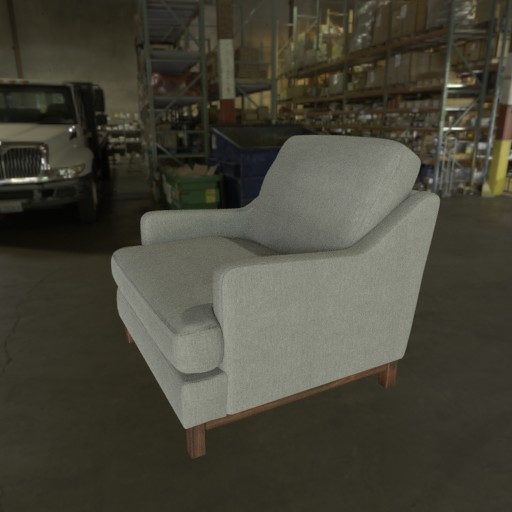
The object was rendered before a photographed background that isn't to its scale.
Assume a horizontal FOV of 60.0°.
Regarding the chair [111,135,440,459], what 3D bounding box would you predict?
[{"bbox_3d":[0.000,0.000,1.581,0.892,0.821,0.826,-9,19,-27],"label":"chair"}]
